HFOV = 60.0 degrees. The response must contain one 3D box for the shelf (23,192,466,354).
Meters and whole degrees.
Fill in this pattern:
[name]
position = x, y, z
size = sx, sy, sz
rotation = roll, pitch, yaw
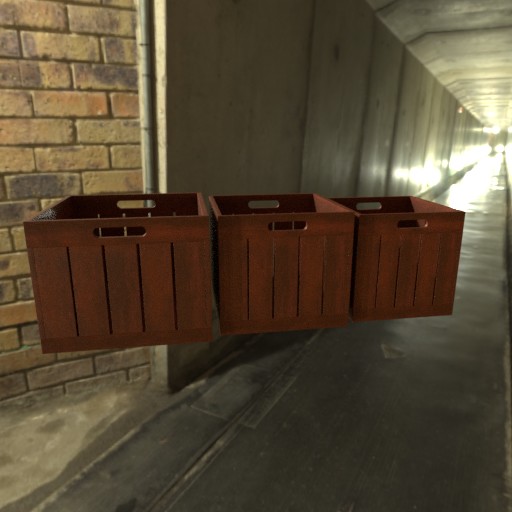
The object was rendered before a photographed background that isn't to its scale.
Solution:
[shelf]
position = 0.000, 0.000, 1.250
size = 1.064, 0.311, 0.393
rotation = -3, 16, -9
